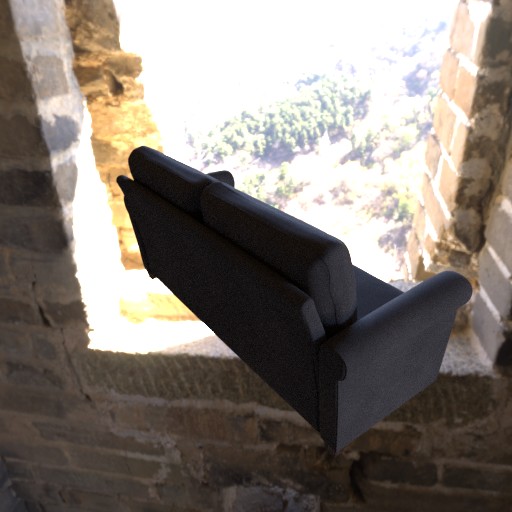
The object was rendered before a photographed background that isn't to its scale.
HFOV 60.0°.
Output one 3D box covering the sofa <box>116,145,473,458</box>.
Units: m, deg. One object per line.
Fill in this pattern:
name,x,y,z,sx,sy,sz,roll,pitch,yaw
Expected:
sofa,0.000,0.000,2.374,0.842,0.942,1.935,-19,34,-32
